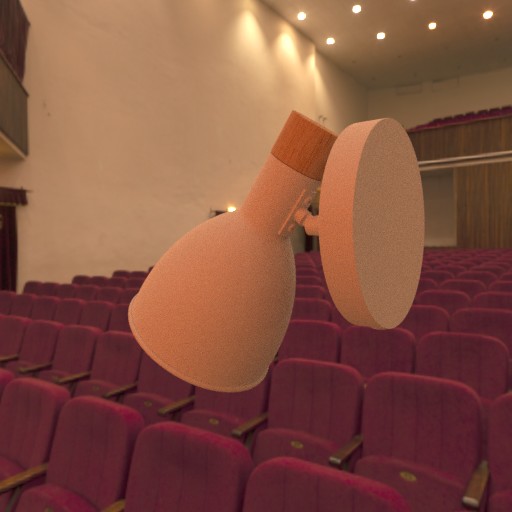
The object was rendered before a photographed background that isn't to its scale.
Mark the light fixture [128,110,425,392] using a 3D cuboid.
[{"bbox_3d":[0.000,0.000,0.328,0.209,0.199,0.127,0,1,36],"label":"light fixture"}]
